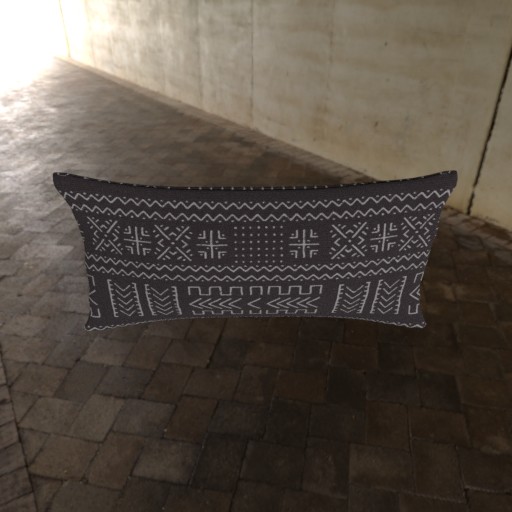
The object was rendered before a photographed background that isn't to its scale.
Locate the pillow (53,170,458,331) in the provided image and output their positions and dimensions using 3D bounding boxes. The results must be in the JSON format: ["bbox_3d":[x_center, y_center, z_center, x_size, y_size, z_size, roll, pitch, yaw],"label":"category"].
[{"bbox_3d":[0.000,0.000,0.798,0.667,0.322,0.135,-1,30,-1],"label":"pillow"}]
